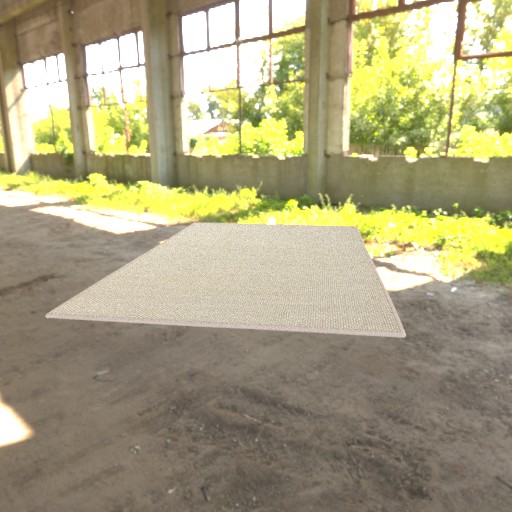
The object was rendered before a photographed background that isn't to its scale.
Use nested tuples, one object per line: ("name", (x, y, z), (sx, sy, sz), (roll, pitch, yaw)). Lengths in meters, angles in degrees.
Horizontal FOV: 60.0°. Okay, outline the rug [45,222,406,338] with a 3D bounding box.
("rug", (0.000, 0.000, 2.077), (1.067, 0.013, 1.676), (2, 14, 8))
